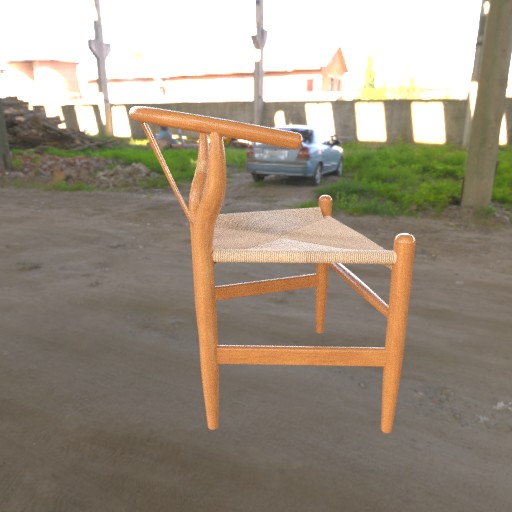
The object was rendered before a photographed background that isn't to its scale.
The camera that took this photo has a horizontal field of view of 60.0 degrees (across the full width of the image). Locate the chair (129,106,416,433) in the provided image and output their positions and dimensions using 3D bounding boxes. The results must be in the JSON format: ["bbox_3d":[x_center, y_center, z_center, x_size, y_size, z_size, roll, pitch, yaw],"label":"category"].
[{"bbox_3d":[0.000,0.000,1.150,0.579,0.730,0.569,-3,17,-9],"label":"chair"}]
